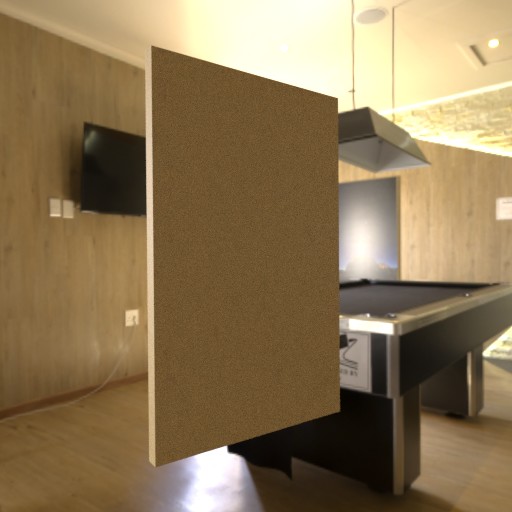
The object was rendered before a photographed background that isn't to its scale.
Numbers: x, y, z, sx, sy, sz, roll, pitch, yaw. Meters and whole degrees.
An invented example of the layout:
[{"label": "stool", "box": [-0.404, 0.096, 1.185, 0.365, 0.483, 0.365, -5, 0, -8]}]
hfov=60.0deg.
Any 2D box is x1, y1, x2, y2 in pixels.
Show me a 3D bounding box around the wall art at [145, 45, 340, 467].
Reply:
[{"label": "wall art", "box": [0.000, 0.000, 1.010, 0.510, 0.810, 0.039, -1, 1, -36]}]
